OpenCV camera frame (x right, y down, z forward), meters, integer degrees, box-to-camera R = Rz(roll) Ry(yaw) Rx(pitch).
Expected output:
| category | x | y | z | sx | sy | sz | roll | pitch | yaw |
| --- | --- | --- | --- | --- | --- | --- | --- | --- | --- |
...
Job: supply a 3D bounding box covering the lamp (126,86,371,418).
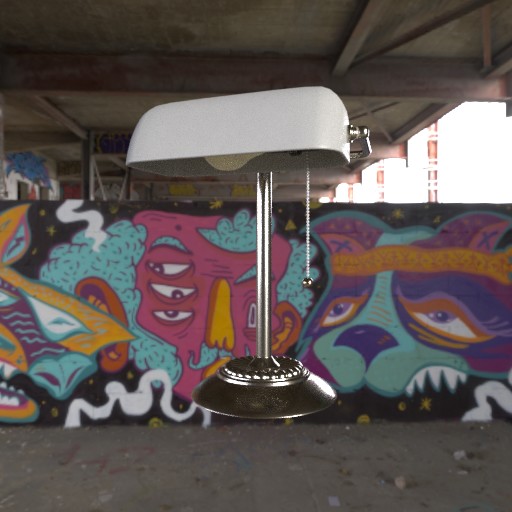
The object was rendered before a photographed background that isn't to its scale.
| category | x | y | z | sx | sy | sz | roll | pitch | yaw |
| --- | --- | --- | --- | --- | --- | --- | --- | --- | --- |
| lamp | 0.000 | 0.000 | 0.520 | 0.264 | 0.339 | 0.243 | 0 | 0 | 18 |
